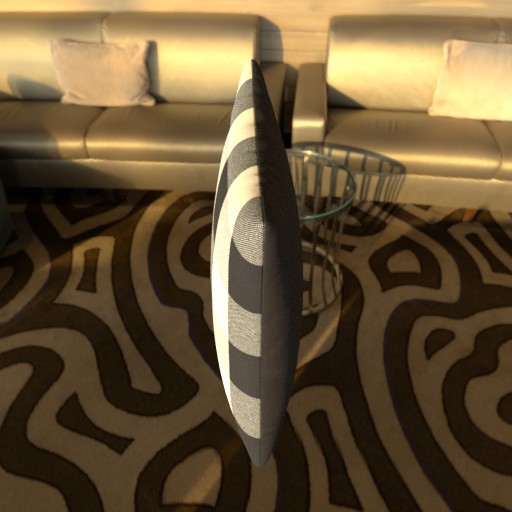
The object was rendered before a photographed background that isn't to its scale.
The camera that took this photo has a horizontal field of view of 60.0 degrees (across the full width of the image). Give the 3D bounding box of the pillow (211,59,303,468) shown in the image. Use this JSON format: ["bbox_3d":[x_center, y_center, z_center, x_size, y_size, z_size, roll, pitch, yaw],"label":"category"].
[{"bbox_3d":[0.000,0.000,0.773,0.161,0.509,0.511,-1,40,-1],"label":"pillow"}]
